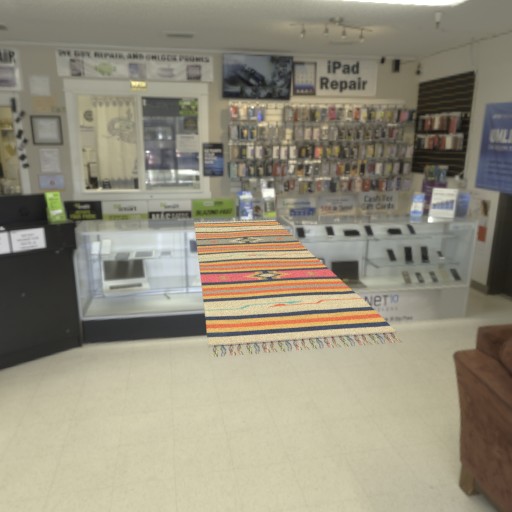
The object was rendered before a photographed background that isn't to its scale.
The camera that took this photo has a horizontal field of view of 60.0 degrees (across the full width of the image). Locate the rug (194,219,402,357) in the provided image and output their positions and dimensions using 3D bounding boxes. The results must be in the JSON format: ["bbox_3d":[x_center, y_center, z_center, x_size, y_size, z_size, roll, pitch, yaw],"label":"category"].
[{"bbox_3d":[0.000,0.000,2.677,0.695,0.017,2.455,-2,15,-9],"label":"rug"}]
